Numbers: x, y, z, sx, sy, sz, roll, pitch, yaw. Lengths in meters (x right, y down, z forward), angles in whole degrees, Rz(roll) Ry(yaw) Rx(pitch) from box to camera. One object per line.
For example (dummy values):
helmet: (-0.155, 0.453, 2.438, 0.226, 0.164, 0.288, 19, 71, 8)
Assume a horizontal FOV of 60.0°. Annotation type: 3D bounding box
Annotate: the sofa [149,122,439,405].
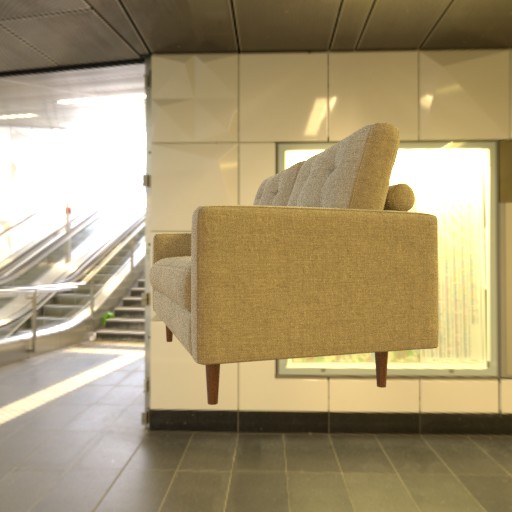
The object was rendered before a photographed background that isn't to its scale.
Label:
sofa: (0.000, 0.000, 1.957, 0.842, 0.907, 1.407, 0, -1, -18)
